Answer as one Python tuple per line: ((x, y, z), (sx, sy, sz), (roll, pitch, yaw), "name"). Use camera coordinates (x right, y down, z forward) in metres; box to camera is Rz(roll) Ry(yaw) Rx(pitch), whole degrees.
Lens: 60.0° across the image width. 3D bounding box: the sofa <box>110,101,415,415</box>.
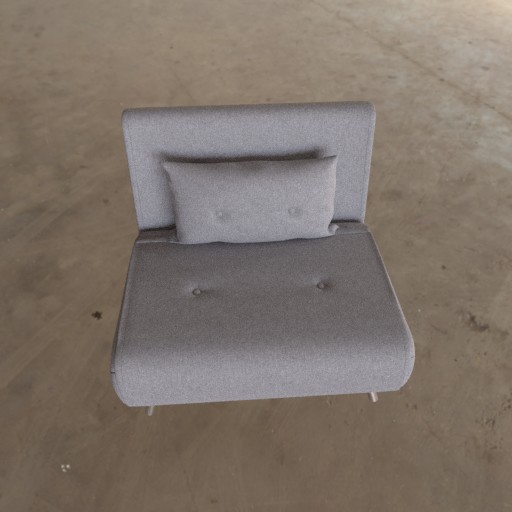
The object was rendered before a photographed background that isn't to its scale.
((0.000, 0.000, 1.737), (1.020, 0.825, 1.000), (-3, 46, -3), "sofa")
